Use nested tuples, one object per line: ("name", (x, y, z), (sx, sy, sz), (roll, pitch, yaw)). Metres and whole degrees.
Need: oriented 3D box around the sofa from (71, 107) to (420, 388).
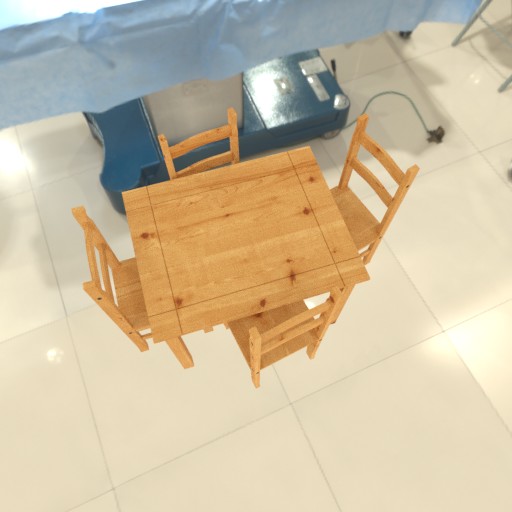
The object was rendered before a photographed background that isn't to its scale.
("sofa", (0.000, 0.000, 2.341), (1.529, 1.000, 1.144), (-16, 65, -7))
